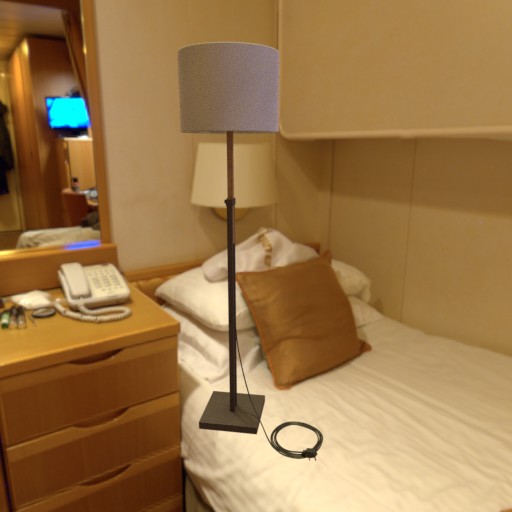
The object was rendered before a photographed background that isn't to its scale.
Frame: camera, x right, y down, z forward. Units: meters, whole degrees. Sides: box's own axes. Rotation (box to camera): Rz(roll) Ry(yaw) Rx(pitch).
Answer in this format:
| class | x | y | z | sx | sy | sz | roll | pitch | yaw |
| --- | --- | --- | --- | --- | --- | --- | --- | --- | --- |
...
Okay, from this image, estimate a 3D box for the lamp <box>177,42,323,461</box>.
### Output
| class | x | y | z | sx | sy | sz | roll | pitch | yaw |
| --- | --- | --- | --- | --- | --- | --- | --- | --- | --- |
| lamp | 0.000 | 0.000 | 1.927 | 0.639 | 1.650 | 0.474 | 2 | 14 | 9 |
